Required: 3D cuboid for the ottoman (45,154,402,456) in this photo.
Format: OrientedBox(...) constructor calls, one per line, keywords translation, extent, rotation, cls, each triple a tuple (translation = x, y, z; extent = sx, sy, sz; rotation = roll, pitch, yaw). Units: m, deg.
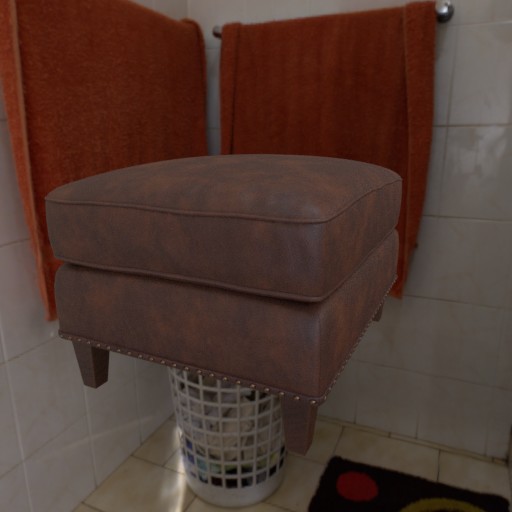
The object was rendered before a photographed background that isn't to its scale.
OrientedBox(translation=(0.000, 0.000, 1.091), extent=(0.586, 0.486, 0.742), rotation=(7, 17, 25), cls="ottoman")
